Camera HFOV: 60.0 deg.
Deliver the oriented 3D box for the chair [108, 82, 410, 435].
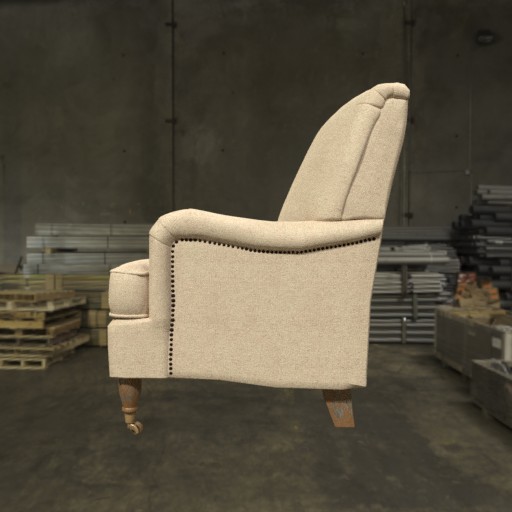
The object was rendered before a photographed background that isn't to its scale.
[{"bbox_3d":[0.000,0.000,1.769,0.953,1.119,0.879,0,1,0],"label":"chair"}]
